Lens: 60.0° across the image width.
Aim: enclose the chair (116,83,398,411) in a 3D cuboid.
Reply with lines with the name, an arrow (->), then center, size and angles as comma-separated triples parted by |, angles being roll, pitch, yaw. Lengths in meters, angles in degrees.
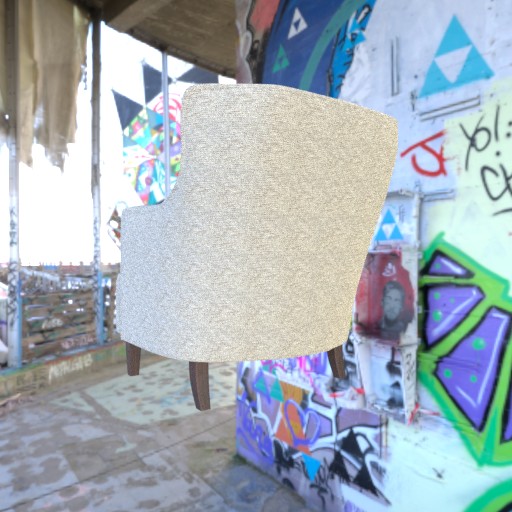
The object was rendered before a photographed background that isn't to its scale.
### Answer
chair -> 0.000, 0.000, 1.638 | 0.820, 0.920, 0.910 | 0, 0, -36
